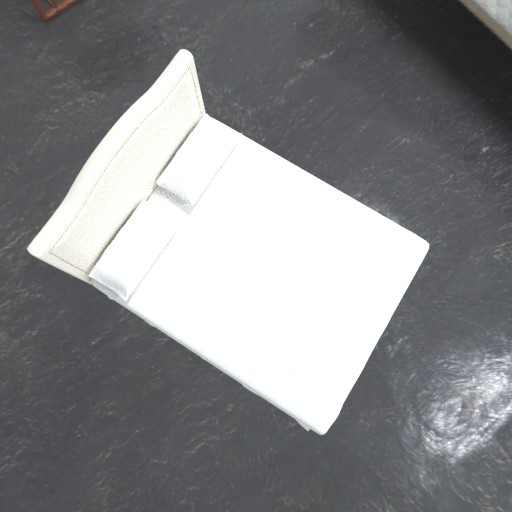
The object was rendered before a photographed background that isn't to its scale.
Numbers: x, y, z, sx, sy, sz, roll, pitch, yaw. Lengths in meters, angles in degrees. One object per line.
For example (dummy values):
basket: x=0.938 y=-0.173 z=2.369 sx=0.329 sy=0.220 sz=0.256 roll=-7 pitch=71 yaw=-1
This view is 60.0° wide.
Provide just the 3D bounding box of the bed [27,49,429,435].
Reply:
bed: x=0.000 y=0.000 z=3.357 sx=2.282 sy=1.436 sz=1.821 roll=32 pitch=79 yaw=7
